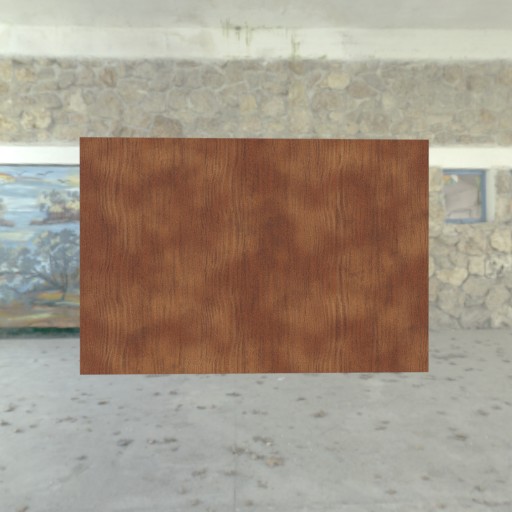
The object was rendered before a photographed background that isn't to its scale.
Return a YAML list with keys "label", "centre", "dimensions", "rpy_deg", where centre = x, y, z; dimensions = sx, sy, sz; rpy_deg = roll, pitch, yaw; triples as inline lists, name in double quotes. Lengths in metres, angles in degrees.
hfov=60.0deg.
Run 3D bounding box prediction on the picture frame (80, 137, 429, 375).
- label: "picture frame"
  centre: [0.000, 0.000, 1.221]
  dimensions: [0.950, 0.640, 0.029]
  rpy_deg: [0, 0, -2]
